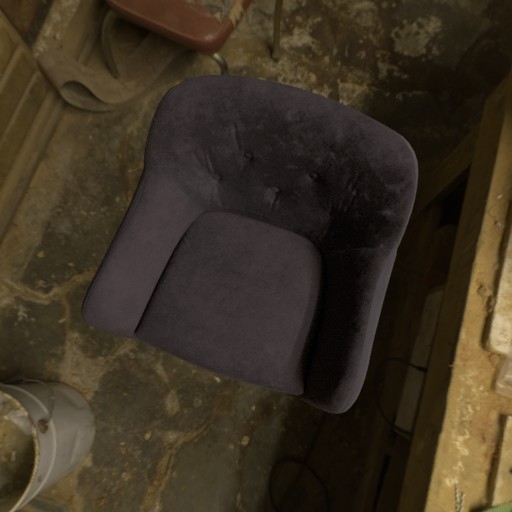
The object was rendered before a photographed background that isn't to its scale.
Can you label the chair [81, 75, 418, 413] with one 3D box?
[{"bbox_3d":[0.000,0.000,1.518,0.840,0.807,0.819,19,76,5],"label":"chair"}]
